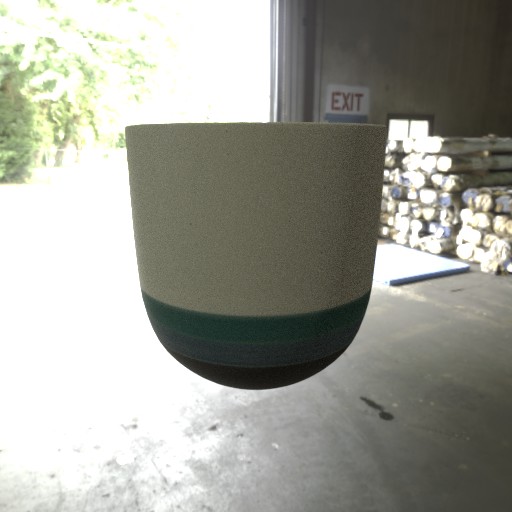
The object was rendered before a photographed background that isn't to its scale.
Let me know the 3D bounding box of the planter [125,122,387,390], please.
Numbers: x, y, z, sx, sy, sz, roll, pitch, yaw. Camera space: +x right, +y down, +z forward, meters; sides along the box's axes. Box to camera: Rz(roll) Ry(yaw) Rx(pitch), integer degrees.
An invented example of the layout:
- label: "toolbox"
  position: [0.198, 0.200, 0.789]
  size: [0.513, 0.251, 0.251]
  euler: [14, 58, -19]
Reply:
- label: "planter"
  position: [0.000, 0.000, 0.384]
  size: [0.204, 0.214, 0.204]
  euler: [0, 15, 0]
